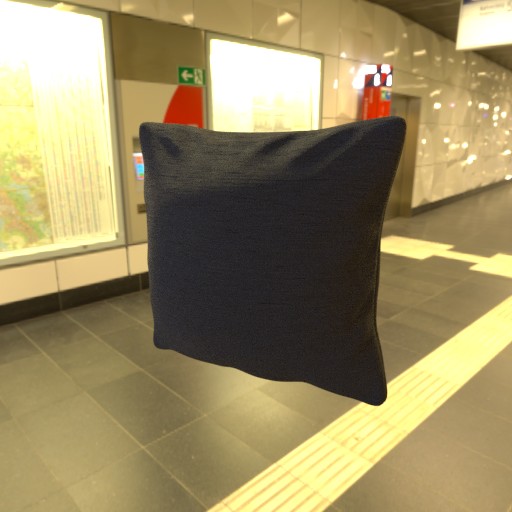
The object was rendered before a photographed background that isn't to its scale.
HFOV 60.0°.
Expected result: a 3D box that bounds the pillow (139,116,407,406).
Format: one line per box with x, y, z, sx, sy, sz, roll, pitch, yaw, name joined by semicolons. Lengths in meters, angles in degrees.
0.000;0.000;0.700;0.432;0.414;0.246;7;17;26;pillow
